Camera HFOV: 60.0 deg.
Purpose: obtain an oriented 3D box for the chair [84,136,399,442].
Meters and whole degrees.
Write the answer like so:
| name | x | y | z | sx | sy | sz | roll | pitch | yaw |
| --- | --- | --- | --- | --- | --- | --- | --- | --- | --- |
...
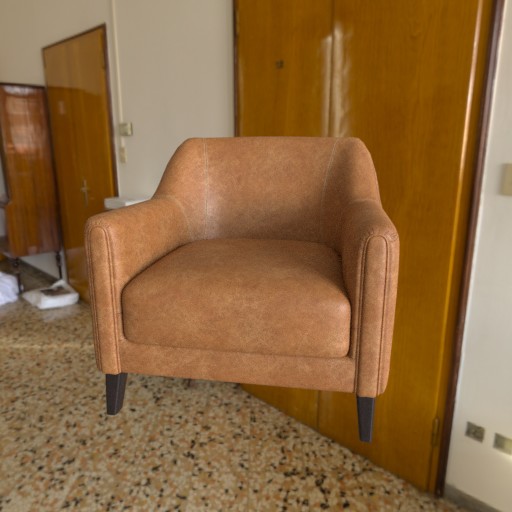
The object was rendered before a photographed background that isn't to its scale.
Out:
| name | x | y | z | sx | sy | sz | roll | pitch | yaw |
| --- | --- | --- | --- | --- | --- | --- | --- | --- | --- |
| chair | 0.000 | 0.000 | 1.857 | 1.037 | 0.980 | 1.034 | 2 | 14 | 9 |
